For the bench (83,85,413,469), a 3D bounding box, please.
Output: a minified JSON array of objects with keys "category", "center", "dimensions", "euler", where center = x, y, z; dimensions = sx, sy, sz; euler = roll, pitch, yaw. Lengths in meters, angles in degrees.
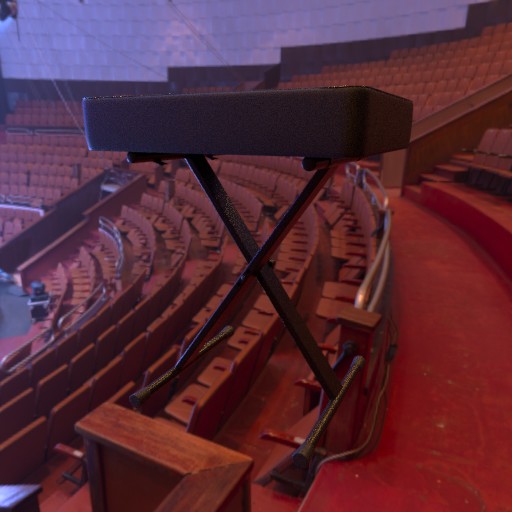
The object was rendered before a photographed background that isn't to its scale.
[{"category":"bench","center":[0.000,0.000,0.752],"dimensions":[0.424,0.500,0.321],"euler":[8,18,27]}]
